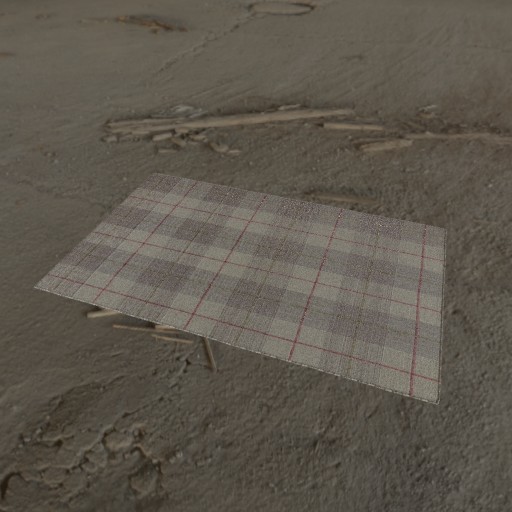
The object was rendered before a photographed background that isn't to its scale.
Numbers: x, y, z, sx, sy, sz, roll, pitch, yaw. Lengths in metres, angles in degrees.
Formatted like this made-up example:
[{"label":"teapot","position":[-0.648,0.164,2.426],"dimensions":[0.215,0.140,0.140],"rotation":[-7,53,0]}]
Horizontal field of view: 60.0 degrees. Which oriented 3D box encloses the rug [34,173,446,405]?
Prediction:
[{"label":"rug","position":[0.000,0.000,3.051],"dimensions":[2.464,0.010,1.549],"rotation":[13,42,15]}]
